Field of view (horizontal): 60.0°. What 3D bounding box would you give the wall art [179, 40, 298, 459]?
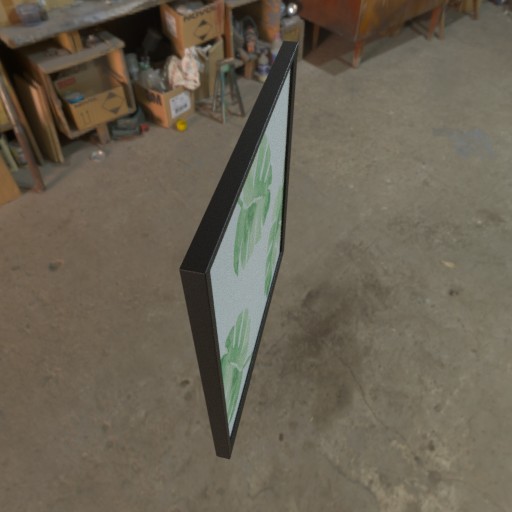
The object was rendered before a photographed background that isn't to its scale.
[{"bbox_3d":[0.000,0.000,1.134,0.038,0.765,0.765,10,49,9],"label":"wall art"}]
